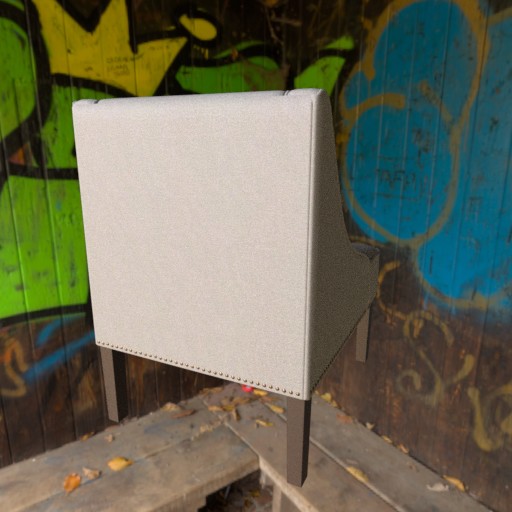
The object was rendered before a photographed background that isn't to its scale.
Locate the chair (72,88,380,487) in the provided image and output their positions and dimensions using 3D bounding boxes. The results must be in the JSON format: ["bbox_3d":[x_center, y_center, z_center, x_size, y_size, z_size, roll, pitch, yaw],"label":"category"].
[{"bbox_3d":[0.000,0.000,1.339,0.631,0.867,0.747,7,17,25],"label":"chair"}]
